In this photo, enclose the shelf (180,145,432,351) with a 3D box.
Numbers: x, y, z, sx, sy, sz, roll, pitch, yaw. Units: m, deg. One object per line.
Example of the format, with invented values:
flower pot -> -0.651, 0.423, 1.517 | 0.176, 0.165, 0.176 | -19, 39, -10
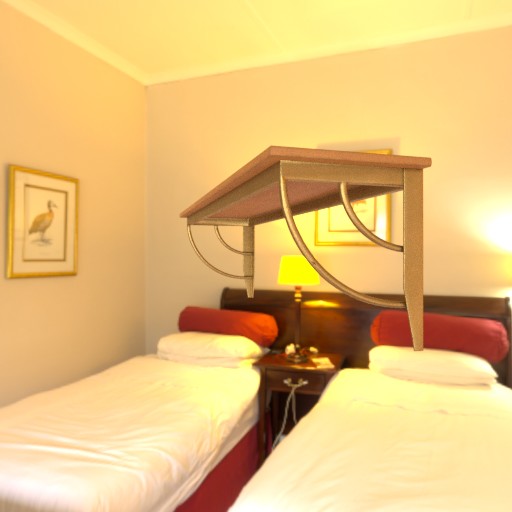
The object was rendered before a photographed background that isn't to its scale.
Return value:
shelf -> 0.000, 0.000, 0.711 | 0.166, 0.190, 0.636 | 0, 0, -17
